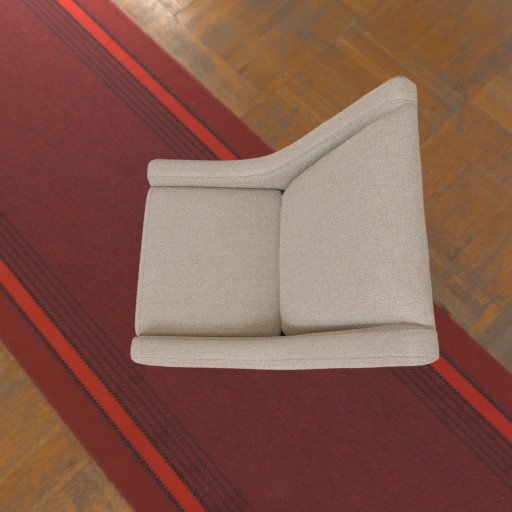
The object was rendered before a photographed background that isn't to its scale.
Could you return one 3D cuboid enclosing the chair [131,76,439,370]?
[{"bbox_3d":[0.000,0.000,1.573,0.870,1.014,0.774,1,75,0],"label":"chair"}]
